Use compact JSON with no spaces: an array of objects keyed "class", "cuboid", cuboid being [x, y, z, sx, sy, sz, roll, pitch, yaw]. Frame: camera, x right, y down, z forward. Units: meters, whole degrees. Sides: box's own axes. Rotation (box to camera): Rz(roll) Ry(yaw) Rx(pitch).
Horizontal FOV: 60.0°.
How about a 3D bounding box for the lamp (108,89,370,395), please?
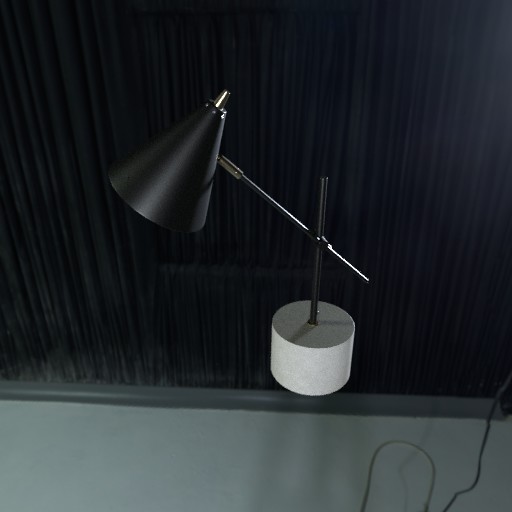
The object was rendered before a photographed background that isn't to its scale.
[{"class":"lamp","cuboid":[0.000,0.000,0.718,0.403,0.518,0.214,-1,27,-1]}]
